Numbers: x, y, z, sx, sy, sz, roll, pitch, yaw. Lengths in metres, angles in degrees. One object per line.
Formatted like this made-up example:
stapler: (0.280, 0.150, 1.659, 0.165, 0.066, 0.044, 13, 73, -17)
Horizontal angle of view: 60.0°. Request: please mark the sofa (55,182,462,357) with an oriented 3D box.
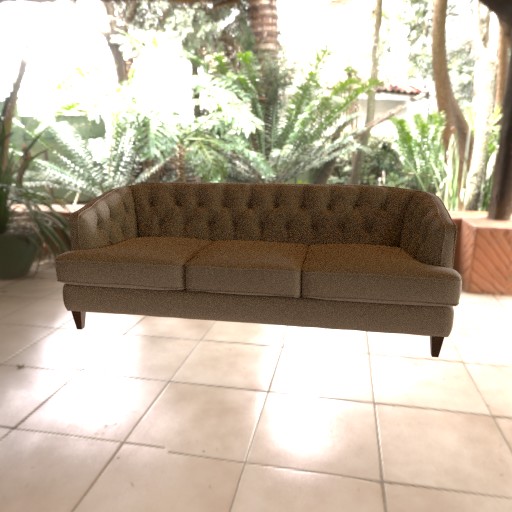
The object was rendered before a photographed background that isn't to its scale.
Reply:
sofa: (0.000, 0.000, 2.830, 2.278, 0.855, 0.941, 3, 14, 10)
